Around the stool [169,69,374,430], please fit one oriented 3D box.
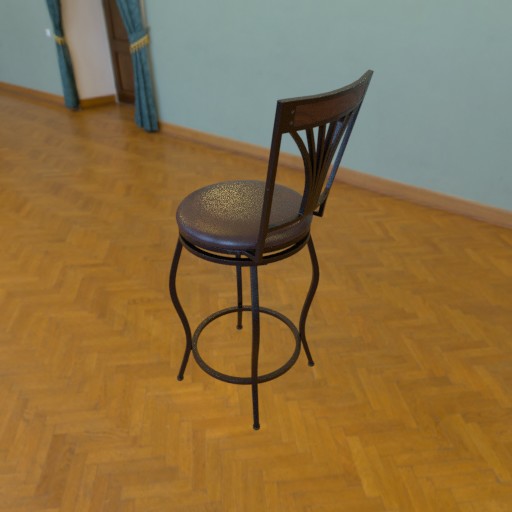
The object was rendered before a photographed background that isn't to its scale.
[{"bbox_3d":[0.000,0.000,1.438,0.514,1.117,0.433,22,38,30],"label":"stool"}]
